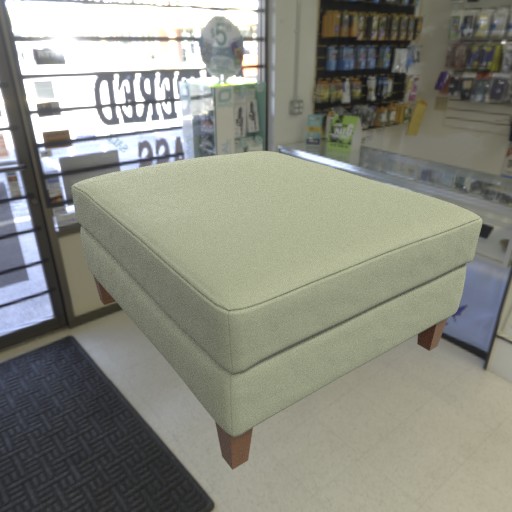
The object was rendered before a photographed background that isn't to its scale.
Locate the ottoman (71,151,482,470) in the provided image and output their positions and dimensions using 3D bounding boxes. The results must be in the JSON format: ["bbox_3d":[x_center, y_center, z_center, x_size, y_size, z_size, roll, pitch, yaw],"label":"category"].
[{"bbox_3d":[0.000,0.000,1.410,0.842,0.494,0.991,-17,31,-32],"label":"ottoman"}]
